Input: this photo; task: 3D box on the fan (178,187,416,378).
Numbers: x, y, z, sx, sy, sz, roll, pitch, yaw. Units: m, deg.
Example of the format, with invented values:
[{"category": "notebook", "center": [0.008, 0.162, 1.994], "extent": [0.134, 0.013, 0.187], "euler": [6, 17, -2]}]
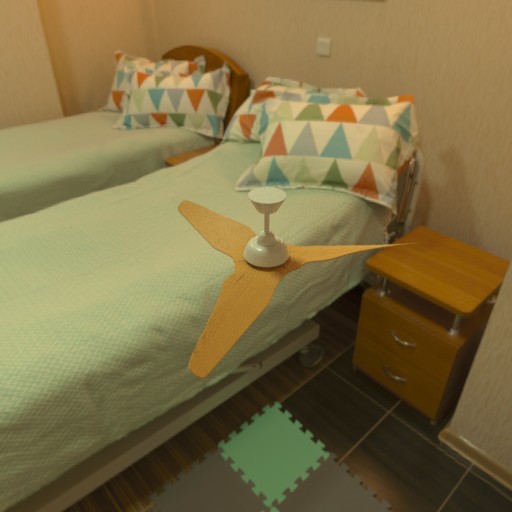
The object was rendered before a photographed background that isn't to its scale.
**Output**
[{"category": "fan", "center": [0.000, 0.000, 1.632], "extent": [1.142, 0.355, 1.010], "euler": [10, 34, 15]}]
